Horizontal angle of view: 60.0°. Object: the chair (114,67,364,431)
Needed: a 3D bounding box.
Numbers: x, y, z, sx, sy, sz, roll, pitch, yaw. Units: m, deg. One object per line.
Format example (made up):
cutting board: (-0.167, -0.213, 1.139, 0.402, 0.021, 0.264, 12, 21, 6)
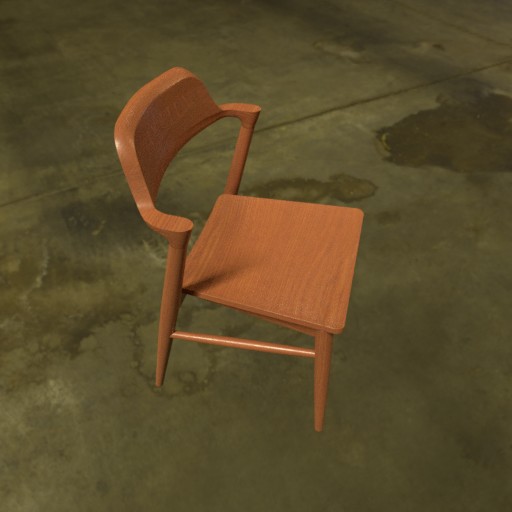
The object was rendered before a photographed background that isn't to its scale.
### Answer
chair: (0.000, 0.000, 1.125, 0.499, 0.801, 0.496, 11, 46, 11)
